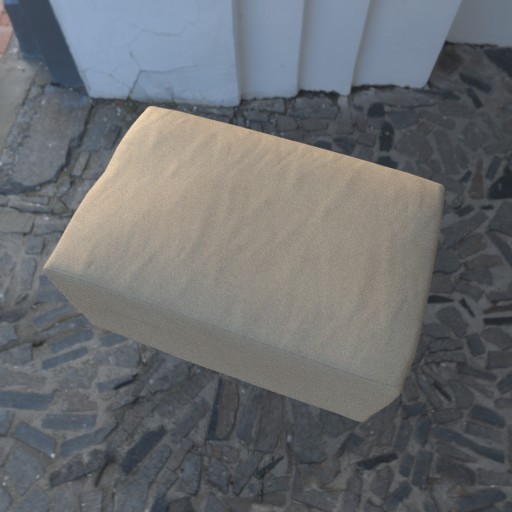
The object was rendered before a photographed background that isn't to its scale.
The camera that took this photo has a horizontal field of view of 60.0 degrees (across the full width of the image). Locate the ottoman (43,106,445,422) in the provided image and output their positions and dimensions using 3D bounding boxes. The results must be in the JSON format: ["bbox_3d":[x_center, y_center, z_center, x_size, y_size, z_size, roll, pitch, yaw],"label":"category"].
[{"bbox_3d":[0.000,0.000,1.221,0.872,0.444,0.590,18,64,9],"label":"ottoman"}]
